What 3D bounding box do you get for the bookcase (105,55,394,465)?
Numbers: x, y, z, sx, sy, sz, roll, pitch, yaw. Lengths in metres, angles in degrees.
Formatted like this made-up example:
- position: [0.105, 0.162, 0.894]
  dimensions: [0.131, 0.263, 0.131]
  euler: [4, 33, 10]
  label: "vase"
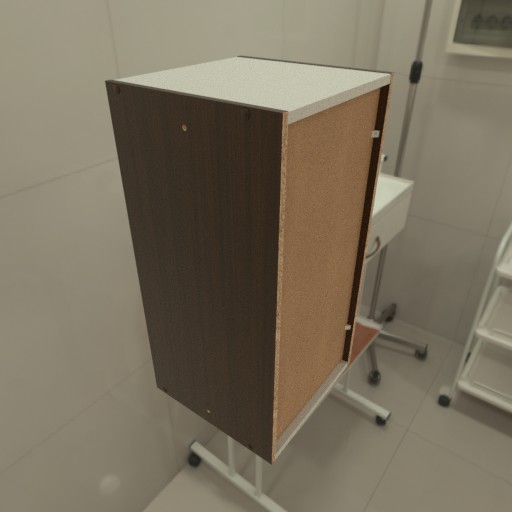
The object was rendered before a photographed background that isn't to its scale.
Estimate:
- position: [0.000, 0.000, 0.787]
  dimensions: [0.290, 0.600, 0.300]
  euler: [21, 38, 30]
  label: "bookcase"
